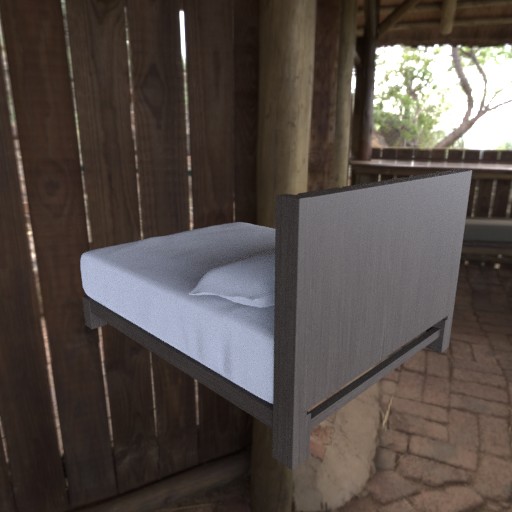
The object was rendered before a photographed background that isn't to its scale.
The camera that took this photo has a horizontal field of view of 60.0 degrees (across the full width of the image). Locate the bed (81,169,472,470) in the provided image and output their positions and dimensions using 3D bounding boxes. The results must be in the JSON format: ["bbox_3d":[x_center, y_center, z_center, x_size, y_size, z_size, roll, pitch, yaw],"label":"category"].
[{"bbox_3d":[0.000,0.000,3.237,1.727,1.270,2.242,-15,22,-42],"label":"bed"}]
